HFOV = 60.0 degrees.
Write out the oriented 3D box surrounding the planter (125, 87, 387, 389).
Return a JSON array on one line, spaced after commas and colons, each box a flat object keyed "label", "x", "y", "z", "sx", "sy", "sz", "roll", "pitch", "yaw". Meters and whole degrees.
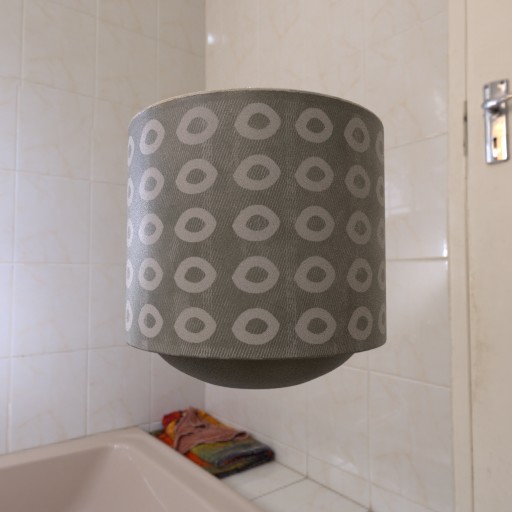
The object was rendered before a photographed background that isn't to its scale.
[{"label": "planter", "x": 0.000, "y": 0.000, "z": 0.338, "sx": 0.190, "sy": 0.181, "sz": 0.190, "roll": 0, "pitch": -3, "yaw": 0}]
